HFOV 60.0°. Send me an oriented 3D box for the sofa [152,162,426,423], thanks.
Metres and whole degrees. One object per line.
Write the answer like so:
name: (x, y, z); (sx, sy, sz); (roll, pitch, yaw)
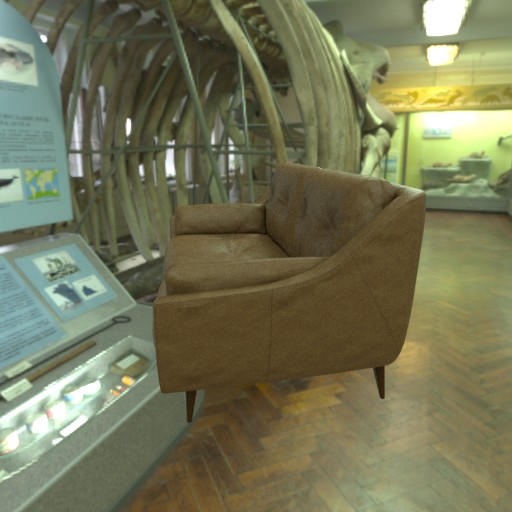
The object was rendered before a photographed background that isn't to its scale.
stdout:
sofa: (0.000, 0.000, 2.274); (0.981, 0.886, 1.731); (-2, 14, -9)
